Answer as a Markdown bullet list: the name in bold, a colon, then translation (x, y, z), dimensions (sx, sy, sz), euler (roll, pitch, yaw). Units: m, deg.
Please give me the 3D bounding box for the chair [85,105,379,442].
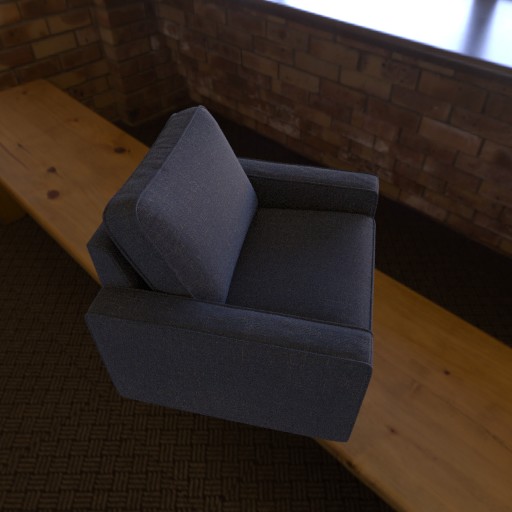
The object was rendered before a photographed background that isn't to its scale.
- **chair**: translation (0.000, 0.000, 1.767), dimensions (0.940, 0.919, 1.017), euler (9, 46, 9)
